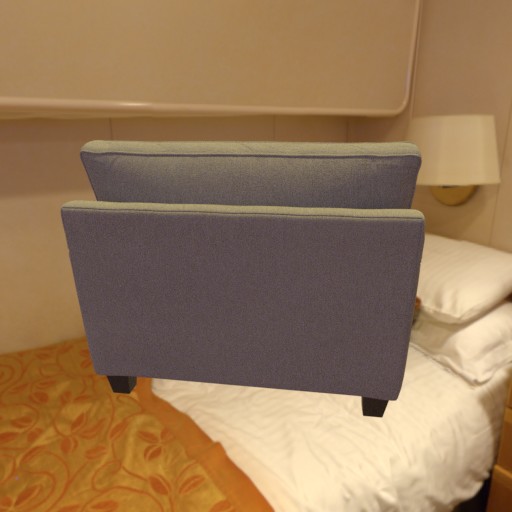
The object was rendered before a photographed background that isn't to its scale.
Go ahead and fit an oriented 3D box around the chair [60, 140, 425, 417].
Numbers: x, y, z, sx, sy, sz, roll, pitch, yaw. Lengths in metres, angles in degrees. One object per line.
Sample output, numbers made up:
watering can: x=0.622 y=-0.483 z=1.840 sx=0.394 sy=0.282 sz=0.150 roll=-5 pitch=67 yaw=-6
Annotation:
chair: x=0.000 y=0.000 z=1.972 sx=1.220 sy=1.016 sz=1.041 roll=3 pitch=17 yaw=8
